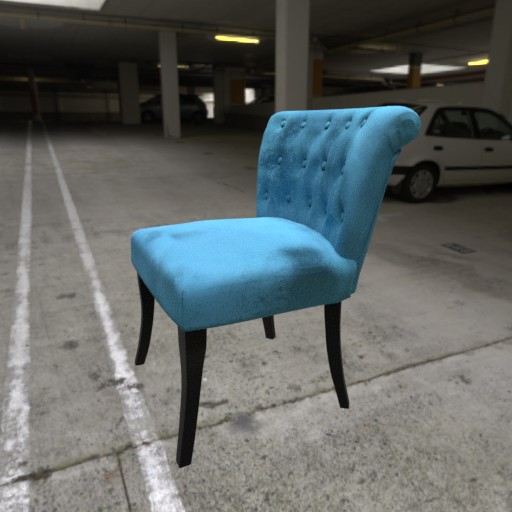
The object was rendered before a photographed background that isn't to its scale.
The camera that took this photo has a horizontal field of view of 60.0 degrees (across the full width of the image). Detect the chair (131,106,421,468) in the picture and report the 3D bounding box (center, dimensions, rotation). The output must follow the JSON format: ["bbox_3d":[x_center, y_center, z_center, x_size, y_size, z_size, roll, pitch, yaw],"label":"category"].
[{"bbox_3d":[0.000,0.000,1.181,0.605,0.750,0.582,-8,18,-25],"label":"chair"}]
